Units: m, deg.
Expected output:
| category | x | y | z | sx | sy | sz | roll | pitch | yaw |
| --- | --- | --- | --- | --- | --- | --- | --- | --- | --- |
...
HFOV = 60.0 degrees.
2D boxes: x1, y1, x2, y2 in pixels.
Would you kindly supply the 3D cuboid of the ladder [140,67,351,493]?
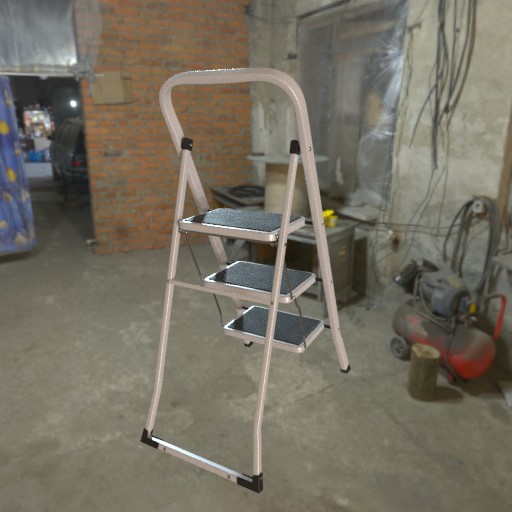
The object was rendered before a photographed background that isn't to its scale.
| category | x | y | z | sx | sy | sz | roll | pitch | yaw |
| --- | --- | --- | --- | --- | --- | --- | --- | --- | --- |
| ladder | 0.000 | 0.000 | 1.387 | 0.460 | 1.050 | 0.711 | 9 | 19 | 27 |
